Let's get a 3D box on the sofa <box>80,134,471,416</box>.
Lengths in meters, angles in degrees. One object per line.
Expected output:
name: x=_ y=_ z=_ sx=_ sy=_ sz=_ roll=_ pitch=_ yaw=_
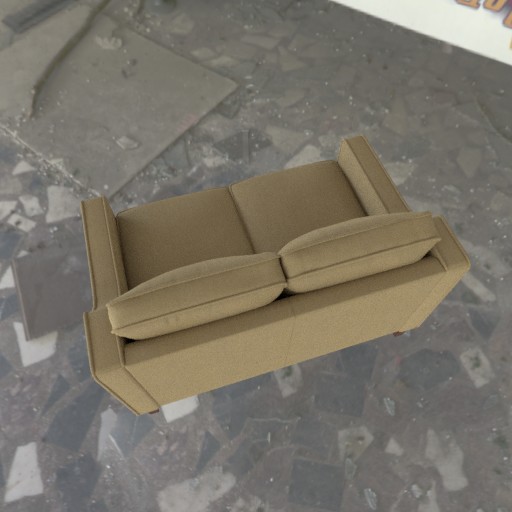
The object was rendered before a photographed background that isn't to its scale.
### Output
sofa: x=0.000 y=0.000 z=2.173 sx=1.501 sy=0.971 sz=0.987 roll=-15 pitch=60 yaw=-9
